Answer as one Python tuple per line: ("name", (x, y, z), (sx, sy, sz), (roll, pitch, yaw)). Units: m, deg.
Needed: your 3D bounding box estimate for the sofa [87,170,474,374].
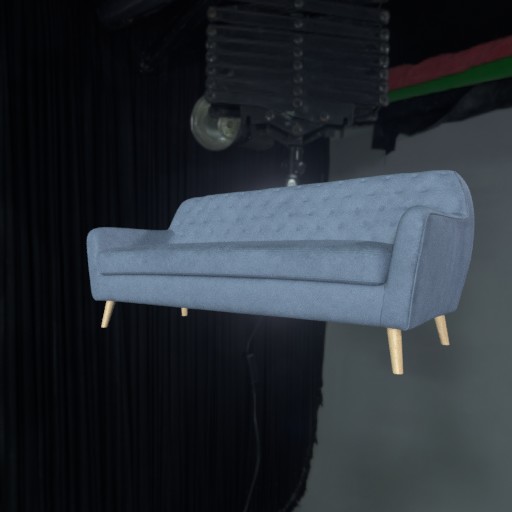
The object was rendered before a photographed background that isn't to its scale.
("sofa", (0.000, 0.000, 2.345), (1.975, 0.832, 0.841), (0, 0, 37))
